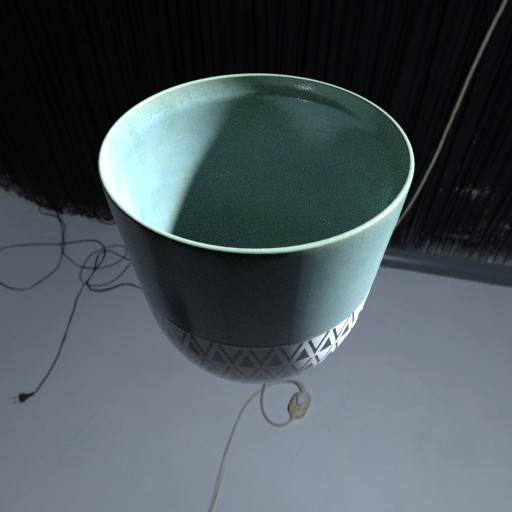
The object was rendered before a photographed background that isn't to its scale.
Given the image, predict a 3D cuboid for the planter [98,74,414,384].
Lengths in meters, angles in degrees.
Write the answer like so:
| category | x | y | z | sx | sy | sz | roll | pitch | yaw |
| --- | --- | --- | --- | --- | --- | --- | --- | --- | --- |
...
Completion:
| category | x | y | z | sx | sy | sz | roll | pitch | yaw |
| --- | --- | --- | --- | --- | --- | --- | --- | --- | --- |
| planter | 0.000 | 0.000 | 0.362 | 0.198 | 0.214 | 0.198 | 0 | 47 | 0 |
